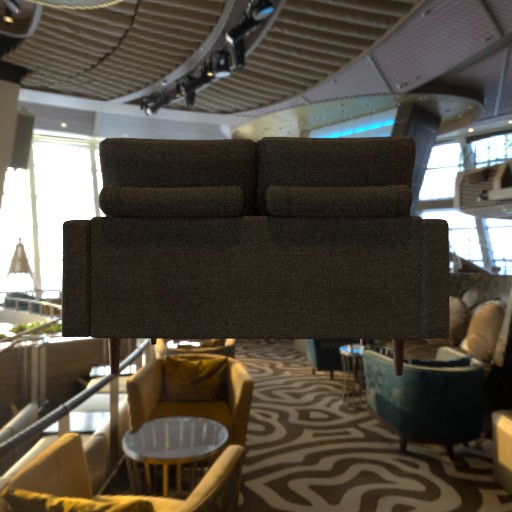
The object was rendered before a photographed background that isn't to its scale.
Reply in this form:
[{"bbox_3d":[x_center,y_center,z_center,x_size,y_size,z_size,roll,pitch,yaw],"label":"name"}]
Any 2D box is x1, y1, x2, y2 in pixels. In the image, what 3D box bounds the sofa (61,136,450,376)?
[{"bbox_3d":[0.000,0.000,1.978,1.407,0.907,0.842,0,-1,1],"label":"sofa"}]
